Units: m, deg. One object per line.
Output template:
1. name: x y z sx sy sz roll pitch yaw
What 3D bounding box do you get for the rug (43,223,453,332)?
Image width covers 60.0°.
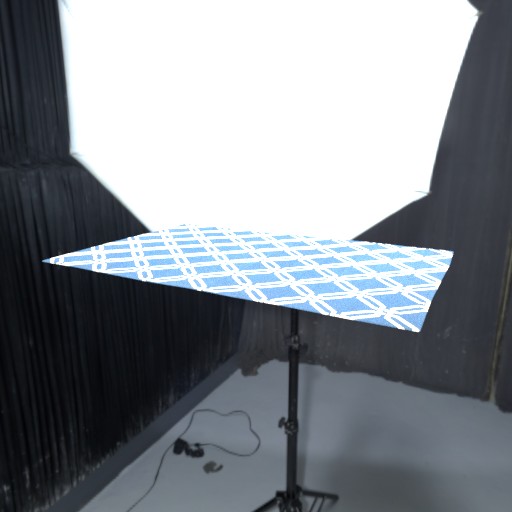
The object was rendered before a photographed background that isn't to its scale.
1. rug: 0.000 0.000 2.234 1.755 0.010 1.153 8 16 27
